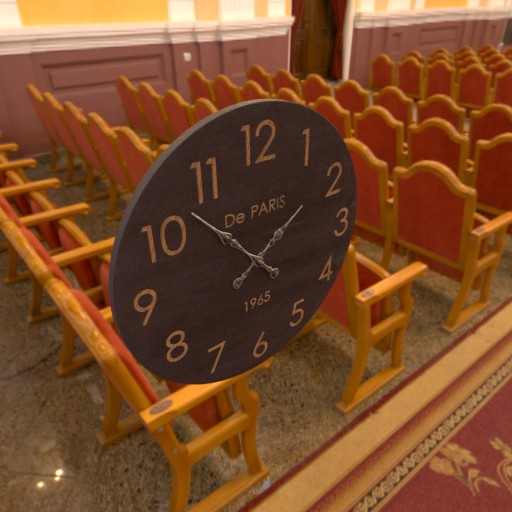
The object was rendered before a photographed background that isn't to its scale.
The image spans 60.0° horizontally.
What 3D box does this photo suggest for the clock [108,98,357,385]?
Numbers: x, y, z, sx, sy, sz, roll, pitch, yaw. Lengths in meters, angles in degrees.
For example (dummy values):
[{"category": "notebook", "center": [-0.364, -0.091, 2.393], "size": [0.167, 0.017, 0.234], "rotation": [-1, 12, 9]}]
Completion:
[{"category": "clock", "center": [0.000, 0.000, 0.886], "size": [0.595, 0.595, 0.029], "rotation": [-23, 38, -33]}]
